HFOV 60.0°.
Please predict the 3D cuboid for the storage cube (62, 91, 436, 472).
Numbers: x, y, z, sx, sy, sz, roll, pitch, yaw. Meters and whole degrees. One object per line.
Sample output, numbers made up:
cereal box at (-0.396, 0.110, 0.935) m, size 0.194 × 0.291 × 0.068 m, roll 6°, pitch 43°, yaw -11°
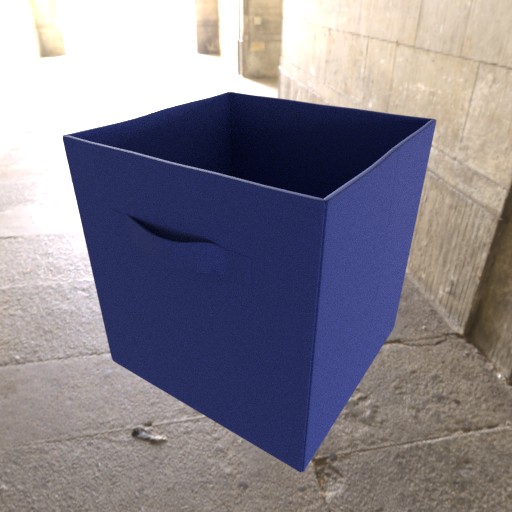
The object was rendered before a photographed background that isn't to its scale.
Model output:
storage cube at (0.000, 0.000, 0.490) m, size 0.270 × 0.280 × 0.270 m, roll 19°, pitch 36°, yaw 29°
